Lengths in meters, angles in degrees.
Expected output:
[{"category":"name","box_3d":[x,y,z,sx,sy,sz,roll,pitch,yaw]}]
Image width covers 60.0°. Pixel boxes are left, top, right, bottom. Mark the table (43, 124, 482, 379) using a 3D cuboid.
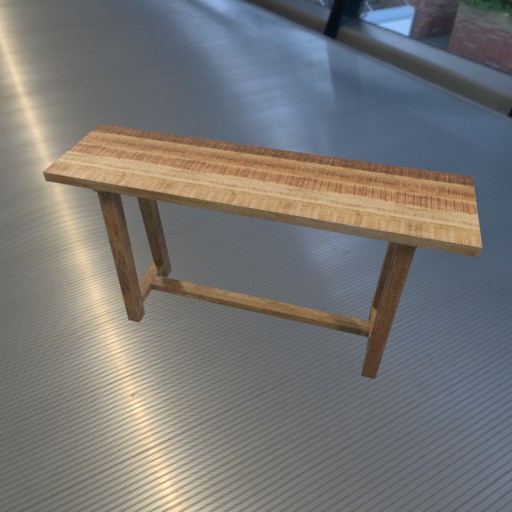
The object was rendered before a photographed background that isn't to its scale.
[{"category":"table","box_3d":[0.000,0.000,1.897,1.524,0.810,0.405,11,44,12]}]
